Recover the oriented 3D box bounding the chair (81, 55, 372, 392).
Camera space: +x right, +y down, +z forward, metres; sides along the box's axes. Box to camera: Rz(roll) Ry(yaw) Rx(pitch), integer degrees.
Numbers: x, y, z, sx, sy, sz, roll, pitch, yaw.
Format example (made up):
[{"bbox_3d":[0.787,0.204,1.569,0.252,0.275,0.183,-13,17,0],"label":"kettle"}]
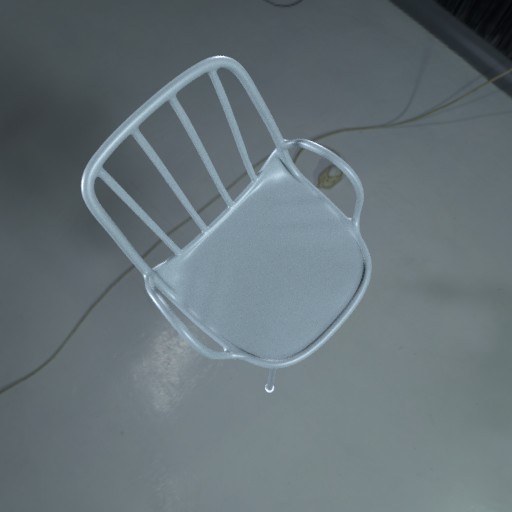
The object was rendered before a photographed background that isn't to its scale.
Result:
[{"bbox_3d":[0.000,0.000,1.195,0.597,0.816,0.549,43,80,9],"label":"chair"}]
